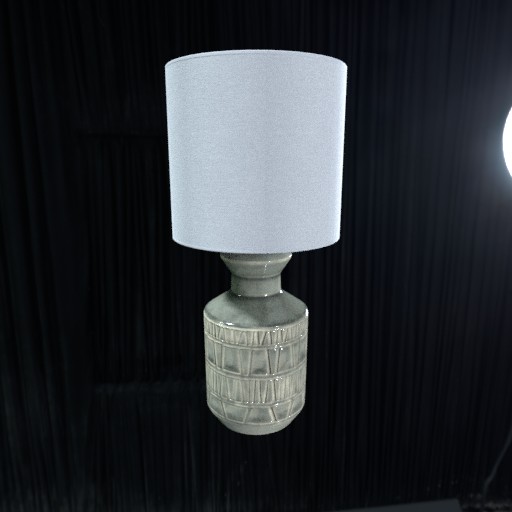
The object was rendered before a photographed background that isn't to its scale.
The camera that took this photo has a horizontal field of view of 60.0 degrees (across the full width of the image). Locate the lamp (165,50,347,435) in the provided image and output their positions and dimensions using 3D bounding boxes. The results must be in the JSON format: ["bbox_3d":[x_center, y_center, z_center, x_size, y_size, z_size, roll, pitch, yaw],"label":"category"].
[{"bbox_3d":[0.000,0.000,0.578,0.211,0.455,0.211,-2,14,-9],"label":"lamp"}]
